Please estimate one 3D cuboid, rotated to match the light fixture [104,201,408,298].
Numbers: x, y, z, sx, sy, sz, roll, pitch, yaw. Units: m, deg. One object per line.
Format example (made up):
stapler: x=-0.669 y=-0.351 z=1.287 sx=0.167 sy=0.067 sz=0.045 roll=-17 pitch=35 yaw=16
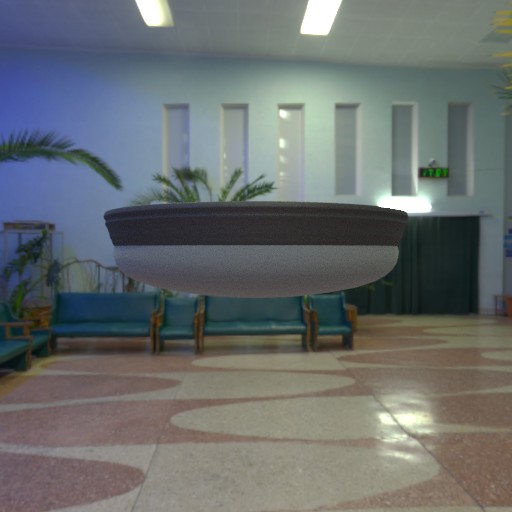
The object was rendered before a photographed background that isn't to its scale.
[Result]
light fixture: x=0.000 y=0.000 z=0.566 sx=0.368 sy=0.100 sz=0.368 roll=0 pitch=1 yaw=0
